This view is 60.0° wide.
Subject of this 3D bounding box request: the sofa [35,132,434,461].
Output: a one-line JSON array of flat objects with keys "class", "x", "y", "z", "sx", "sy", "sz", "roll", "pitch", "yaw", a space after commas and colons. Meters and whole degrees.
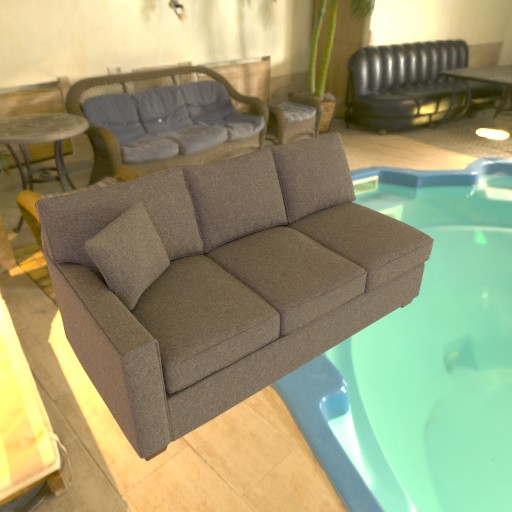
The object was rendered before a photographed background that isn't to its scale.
[{"class": "sofa", "x": 0.000, "y": 0.000, "z": 2.471, "sx": 1.963, "sy": 0.946, "sz": 1.034, "roll": -21, "pitch": 36, "yaw": -32}]
